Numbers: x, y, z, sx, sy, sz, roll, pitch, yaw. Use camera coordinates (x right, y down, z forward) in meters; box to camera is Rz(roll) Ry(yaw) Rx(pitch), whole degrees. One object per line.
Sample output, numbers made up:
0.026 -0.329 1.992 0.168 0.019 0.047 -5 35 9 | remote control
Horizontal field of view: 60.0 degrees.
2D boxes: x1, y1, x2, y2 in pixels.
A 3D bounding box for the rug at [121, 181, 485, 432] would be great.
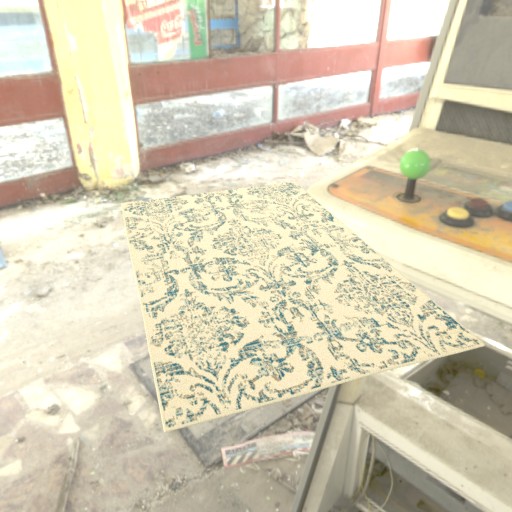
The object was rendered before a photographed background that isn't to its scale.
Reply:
0.000 0.000 2.260 1.213 0.012 1.831 -10 32 -16 | rug
